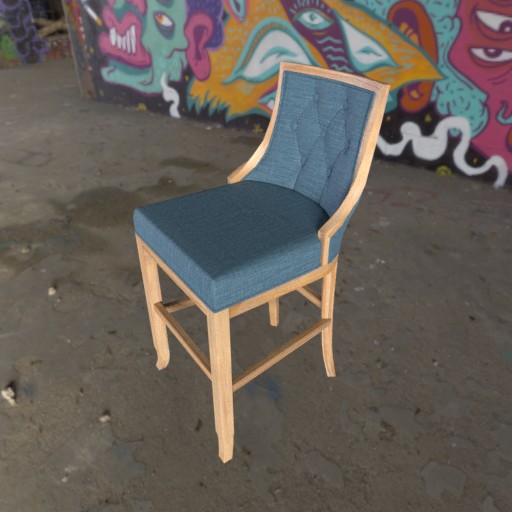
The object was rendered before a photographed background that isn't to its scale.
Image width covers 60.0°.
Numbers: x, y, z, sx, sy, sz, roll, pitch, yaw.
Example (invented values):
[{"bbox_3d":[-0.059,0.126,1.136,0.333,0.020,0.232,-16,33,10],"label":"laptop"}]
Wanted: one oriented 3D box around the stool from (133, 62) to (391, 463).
[{"bbox_3d":[0.000,0.000,1.477,0.626,1.101,0.524,-21,38,-29],"label":"stool"}]
